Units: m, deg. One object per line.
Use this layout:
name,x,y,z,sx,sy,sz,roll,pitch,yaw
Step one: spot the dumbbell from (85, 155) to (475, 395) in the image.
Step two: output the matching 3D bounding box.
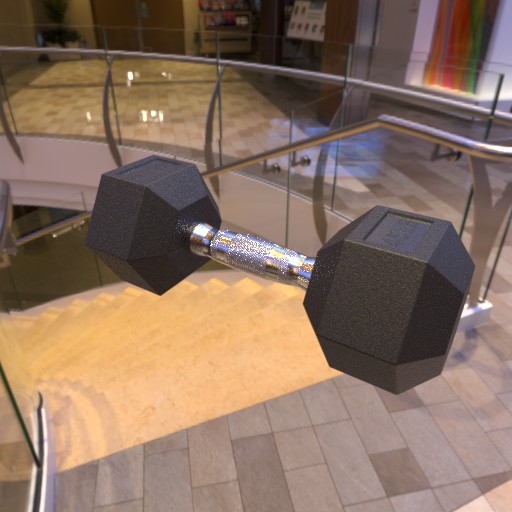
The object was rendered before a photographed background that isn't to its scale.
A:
dumbbell,0.000,0.000,0.413,0.356,0.123,0.141,18,35,27
